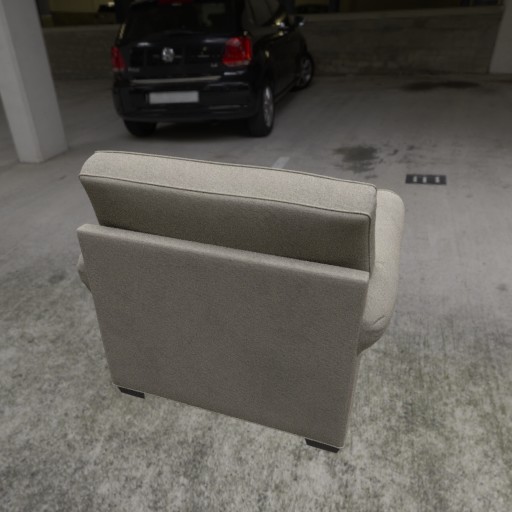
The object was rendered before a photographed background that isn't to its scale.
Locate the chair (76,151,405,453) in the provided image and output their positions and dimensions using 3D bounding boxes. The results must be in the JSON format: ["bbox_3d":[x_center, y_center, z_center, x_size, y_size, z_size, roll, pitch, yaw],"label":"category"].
[{"bbox_3d":[0.000,0.000,1.866,1.147,1.044,0.939,10,33,15],"label":"chair"}]
